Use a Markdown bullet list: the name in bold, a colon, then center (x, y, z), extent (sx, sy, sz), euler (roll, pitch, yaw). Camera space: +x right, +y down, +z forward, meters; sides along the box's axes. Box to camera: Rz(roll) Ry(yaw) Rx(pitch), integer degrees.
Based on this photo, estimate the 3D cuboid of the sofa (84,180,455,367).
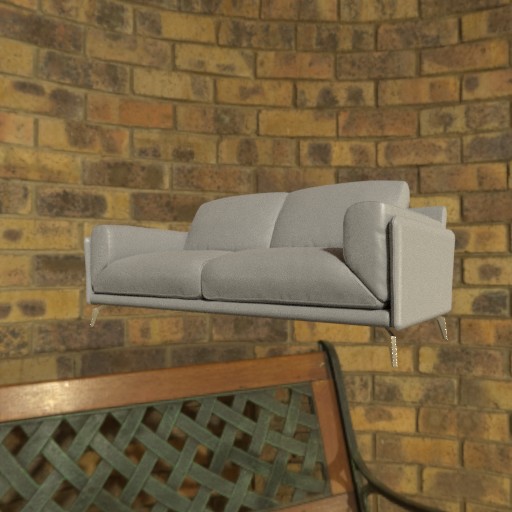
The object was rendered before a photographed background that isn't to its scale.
- **sofa**: center (0.000, 0.000, 2.736), extent (2.101, 0.930, 1.049), euler (-1, -2, 36)
